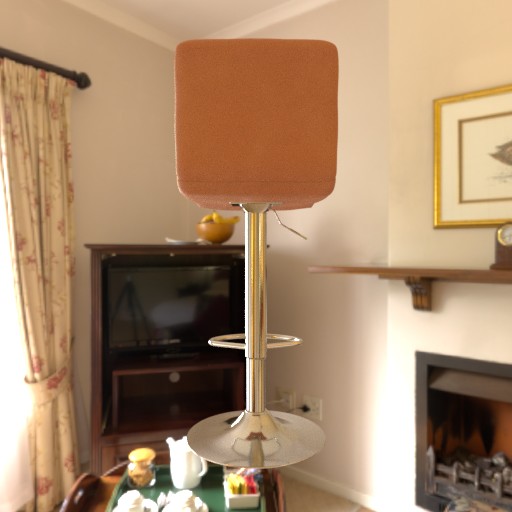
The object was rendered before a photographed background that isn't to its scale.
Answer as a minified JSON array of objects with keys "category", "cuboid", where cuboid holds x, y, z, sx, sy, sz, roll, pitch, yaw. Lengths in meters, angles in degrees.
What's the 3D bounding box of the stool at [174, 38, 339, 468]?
[{"category":"stool","cuboid":[0.000,0.000,1.366,0.430,1.115,0.505,0,0,0]}]
